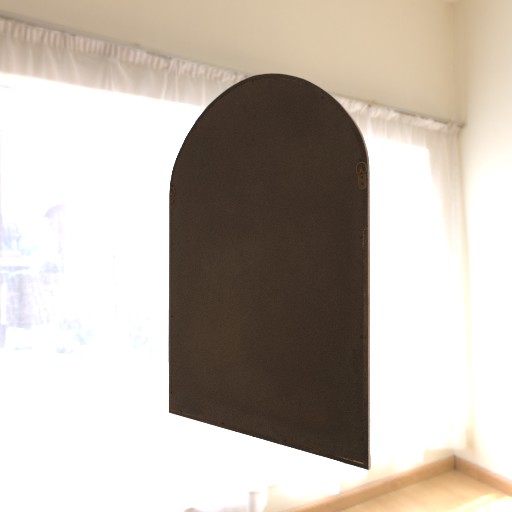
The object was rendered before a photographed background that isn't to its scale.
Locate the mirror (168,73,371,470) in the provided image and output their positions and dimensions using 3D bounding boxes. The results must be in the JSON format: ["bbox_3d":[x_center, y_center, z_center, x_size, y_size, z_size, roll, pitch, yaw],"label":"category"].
[{"bbox_3d":[0.000,0.000,1.136,0.609,0.915,0.032,0,-1,36],"label":"mirror"}]
